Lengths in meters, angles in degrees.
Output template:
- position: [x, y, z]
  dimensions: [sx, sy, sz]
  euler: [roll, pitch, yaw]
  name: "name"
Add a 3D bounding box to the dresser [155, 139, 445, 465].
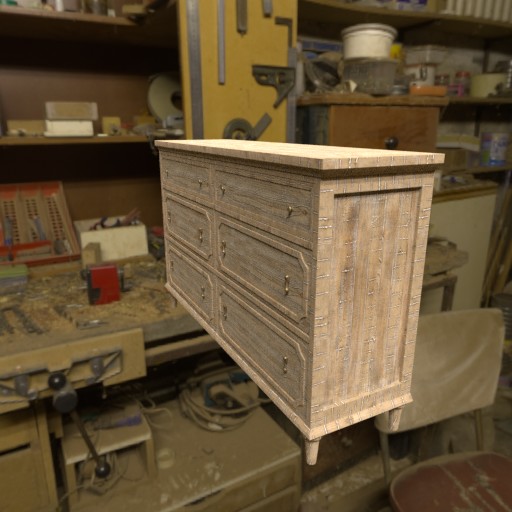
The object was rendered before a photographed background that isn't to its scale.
- position: [0.000, 0.000, 2.094]
  dimensions: [0.457, 1.016, 1.626]
  euler: [-8, 18, -27]
  name: "dresser"
